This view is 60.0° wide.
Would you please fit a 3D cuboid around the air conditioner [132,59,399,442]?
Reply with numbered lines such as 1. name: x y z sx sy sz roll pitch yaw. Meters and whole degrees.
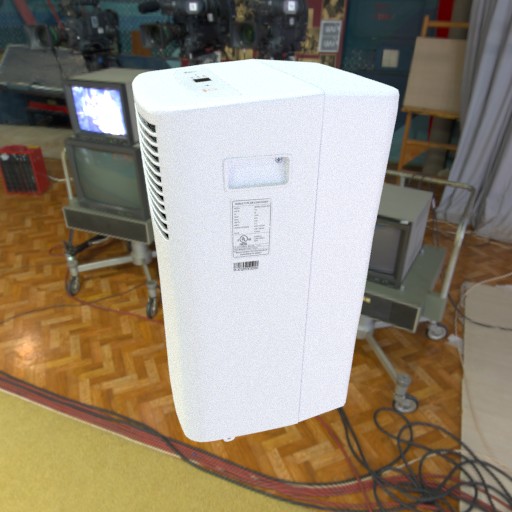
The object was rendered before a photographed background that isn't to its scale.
1. air conditioner: 0.000 0.000 0.783 0.349 0.606 0.304 -9 32 -14
